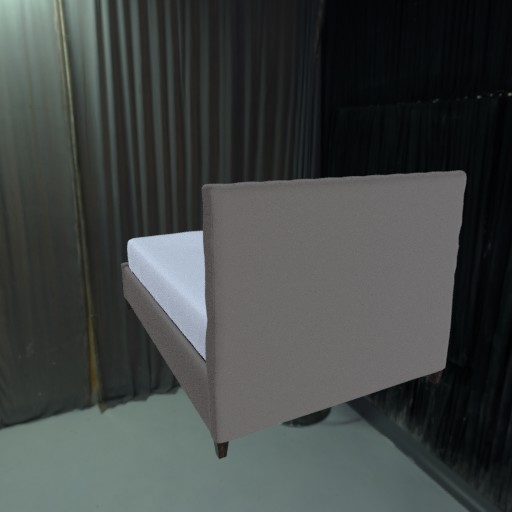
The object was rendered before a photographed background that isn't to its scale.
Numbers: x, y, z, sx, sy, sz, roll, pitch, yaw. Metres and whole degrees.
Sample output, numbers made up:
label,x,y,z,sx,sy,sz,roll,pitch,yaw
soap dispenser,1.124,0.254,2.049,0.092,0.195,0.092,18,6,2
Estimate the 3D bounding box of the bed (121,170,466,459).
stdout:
label,x,y,z,sx,sy,sz,roll,pitch,yaw
bed,0.000,0.000,3.488,1.698,1.427,2.387,-8,17,-26
